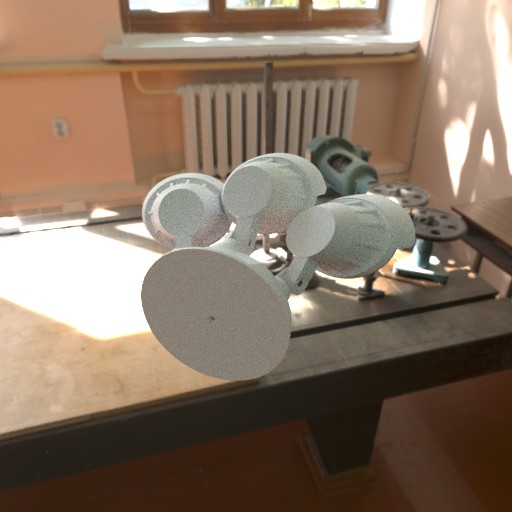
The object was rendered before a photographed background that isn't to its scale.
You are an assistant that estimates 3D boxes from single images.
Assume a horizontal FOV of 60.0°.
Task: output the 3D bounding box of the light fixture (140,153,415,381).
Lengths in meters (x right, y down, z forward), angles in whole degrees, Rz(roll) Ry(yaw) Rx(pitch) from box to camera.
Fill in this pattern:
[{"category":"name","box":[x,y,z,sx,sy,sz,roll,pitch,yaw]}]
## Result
[{"category":"light fixture","box":[0.000,0.000,0.557,0.369,0.237,0.278,10,32,16]}]
